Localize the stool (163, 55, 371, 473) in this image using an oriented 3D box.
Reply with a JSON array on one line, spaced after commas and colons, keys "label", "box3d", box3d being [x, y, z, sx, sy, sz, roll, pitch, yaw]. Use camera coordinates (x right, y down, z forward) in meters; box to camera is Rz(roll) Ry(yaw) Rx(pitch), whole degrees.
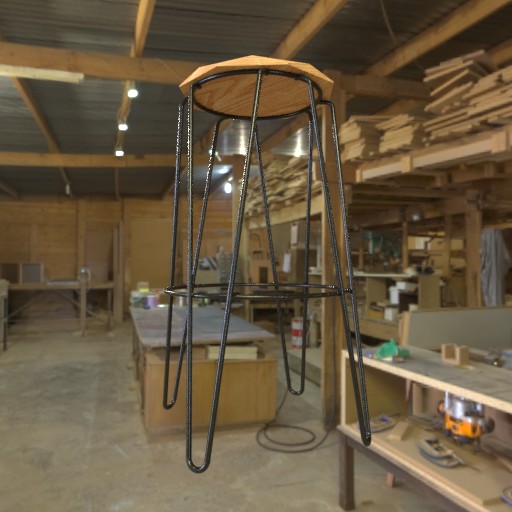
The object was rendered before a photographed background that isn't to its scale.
[{"label": "stool", "box3d": [0.000, 0.000, 0.798, 0.326, 0.610, 0.326, 0, 0, -19]}]
